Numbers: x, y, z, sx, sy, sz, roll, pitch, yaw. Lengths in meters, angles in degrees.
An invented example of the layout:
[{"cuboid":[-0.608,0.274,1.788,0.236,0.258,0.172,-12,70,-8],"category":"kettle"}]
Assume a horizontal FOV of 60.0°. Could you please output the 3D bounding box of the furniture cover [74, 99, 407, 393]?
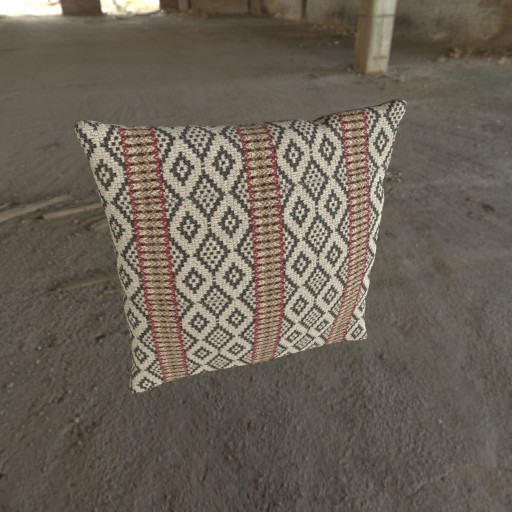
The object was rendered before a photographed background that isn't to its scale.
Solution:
[{"cuboid":[0.000,0.000,0.779,0.503,0.506,0.182,-9,33,-15],"category":"furniture cover"}]
